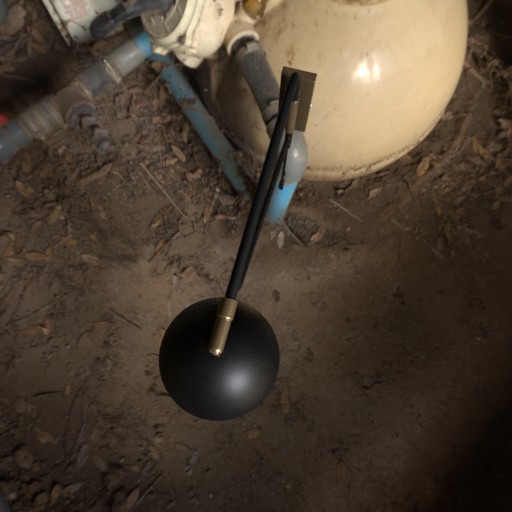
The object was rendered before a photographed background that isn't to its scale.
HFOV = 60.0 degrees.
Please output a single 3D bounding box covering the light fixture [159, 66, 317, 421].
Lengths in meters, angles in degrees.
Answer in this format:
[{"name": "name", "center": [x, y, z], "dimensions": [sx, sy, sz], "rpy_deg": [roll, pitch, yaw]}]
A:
[{"name": "light fixture", "center": [0.000, 0.000, 1.058], "dimensions": [0.215, 0.696, 0.720], "rpy_deg": [15, 76, 4]}]
